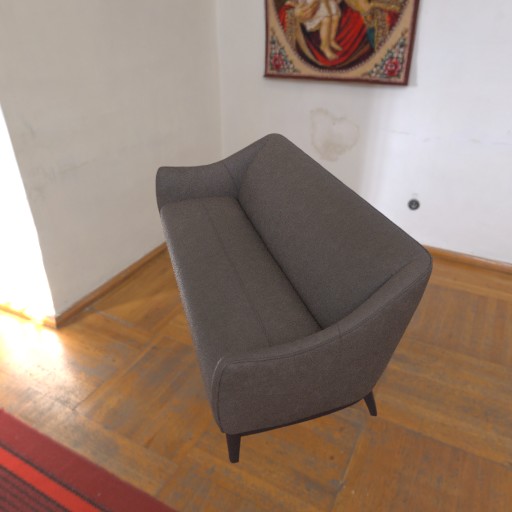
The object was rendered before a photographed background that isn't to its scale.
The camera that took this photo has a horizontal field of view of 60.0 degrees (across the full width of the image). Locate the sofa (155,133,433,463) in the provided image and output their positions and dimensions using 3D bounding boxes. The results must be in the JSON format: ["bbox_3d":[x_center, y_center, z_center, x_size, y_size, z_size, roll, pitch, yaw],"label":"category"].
[{"bbox_3d":[0.000,0.000,2.385,0.869,0.831,1.928,-9,32,-14],"label":"sofa"}]
